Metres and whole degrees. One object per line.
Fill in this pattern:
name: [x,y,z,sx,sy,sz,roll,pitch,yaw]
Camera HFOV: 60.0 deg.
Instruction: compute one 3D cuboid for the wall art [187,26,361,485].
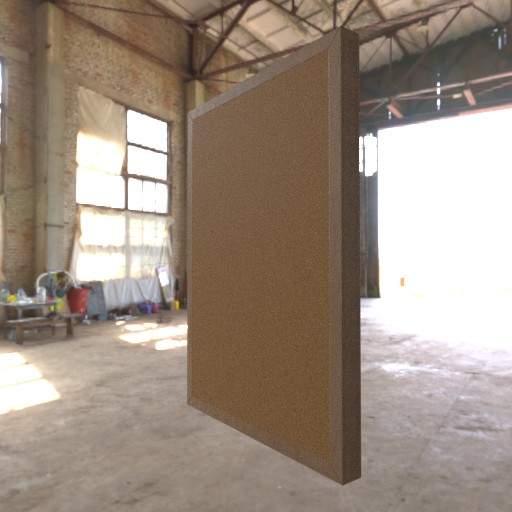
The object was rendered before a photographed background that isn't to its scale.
wall art: [0.000,0.000,0.640,0.031,0.509,0.356,1,-1,-37]
